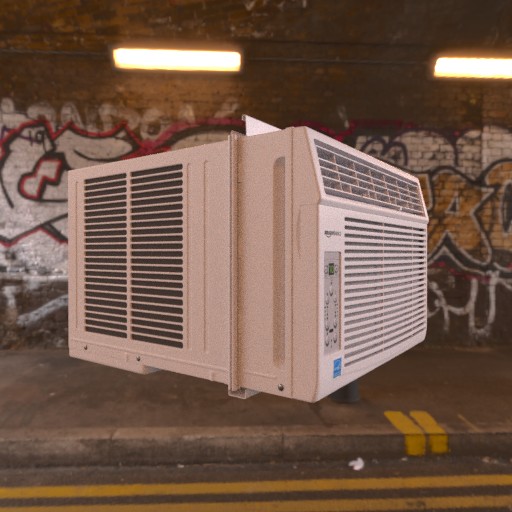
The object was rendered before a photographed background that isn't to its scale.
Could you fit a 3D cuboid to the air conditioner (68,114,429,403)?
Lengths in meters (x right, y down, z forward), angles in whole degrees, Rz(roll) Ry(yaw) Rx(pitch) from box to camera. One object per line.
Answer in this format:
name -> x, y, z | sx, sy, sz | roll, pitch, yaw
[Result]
air conditioner -> 0.000, 0.000, 0.886 | 0.546, 0.388, 0.503 | 0, 1, 36
